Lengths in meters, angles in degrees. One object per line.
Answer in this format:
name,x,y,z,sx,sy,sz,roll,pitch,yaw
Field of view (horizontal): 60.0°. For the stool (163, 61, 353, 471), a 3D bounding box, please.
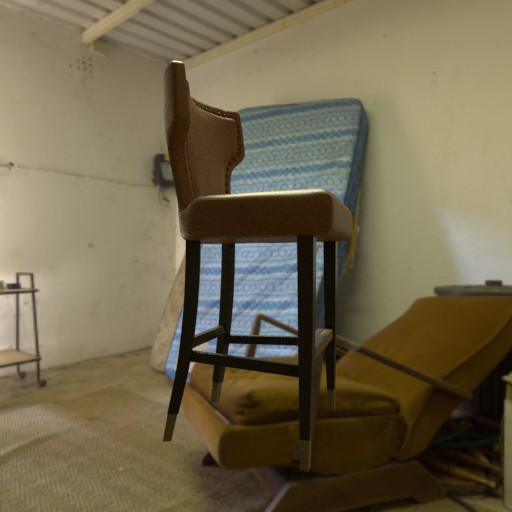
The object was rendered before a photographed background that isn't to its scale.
stool,0.000,0.000,1.416,0.563,1.092,0.526,0,0,18
